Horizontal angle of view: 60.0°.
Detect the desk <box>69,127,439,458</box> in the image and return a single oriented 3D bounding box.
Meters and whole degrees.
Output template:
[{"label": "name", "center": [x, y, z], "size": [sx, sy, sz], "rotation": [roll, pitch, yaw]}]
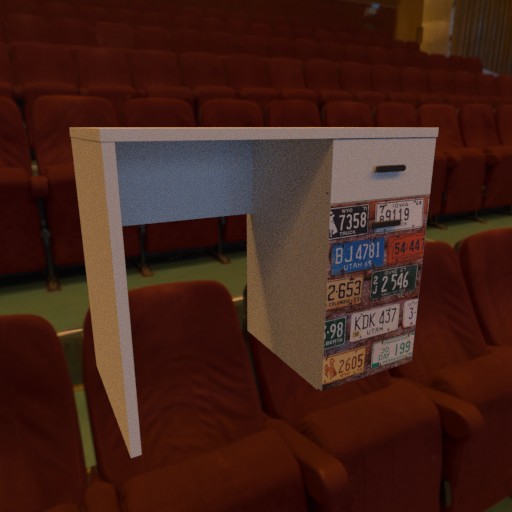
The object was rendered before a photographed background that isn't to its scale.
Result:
[{"label": "desk", "center": [0.000, 0.000, 1.312], "size": [0.898, 0.730, 0.482], "rotation": [-9, 18, -27]}]
